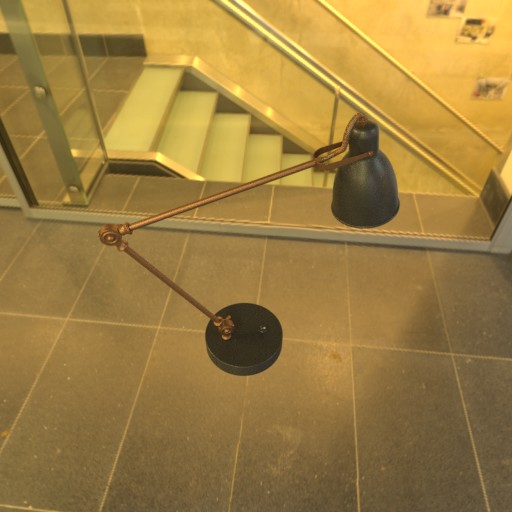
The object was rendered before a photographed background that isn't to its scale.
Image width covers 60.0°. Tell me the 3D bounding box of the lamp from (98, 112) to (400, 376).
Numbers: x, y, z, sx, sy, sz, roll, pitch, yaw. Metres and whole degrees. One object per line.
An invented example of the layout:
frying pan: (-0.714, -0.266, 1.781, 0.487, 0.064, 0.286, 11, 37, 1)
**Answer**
lamp: (0.000, 0.000, 0.888, 0.561, 0.587, 0.187, -10, 46, -9)
